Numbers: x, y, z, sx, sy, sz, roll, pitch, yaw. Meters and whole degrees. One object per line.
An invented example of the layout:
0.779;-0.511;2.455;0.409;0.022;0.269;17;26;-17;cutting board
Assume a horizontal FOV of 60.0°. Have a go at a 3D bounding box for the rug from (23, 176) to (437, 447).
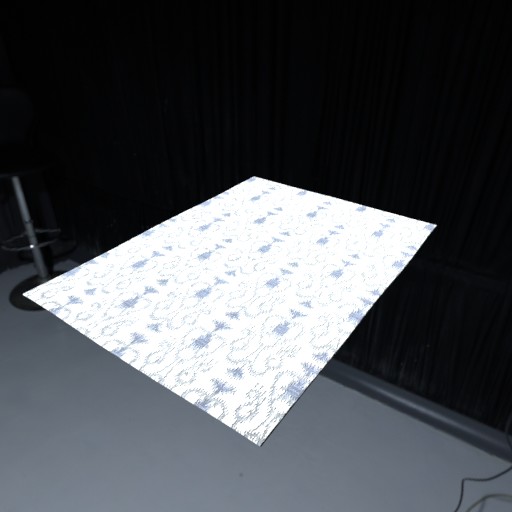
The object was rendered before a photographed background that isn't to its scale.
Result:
0.000;0.000;2.894;1.676;0.013;2.261;21;37;30;rug
